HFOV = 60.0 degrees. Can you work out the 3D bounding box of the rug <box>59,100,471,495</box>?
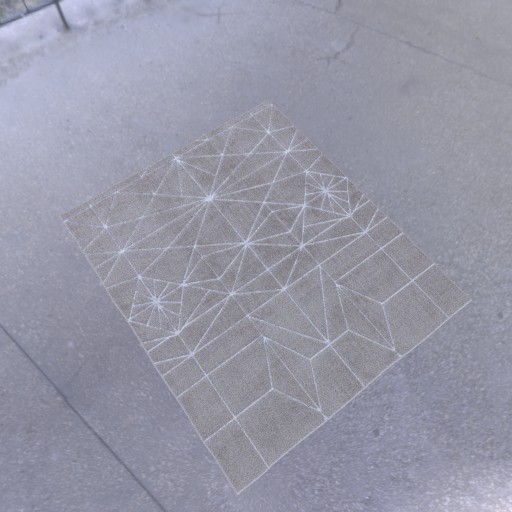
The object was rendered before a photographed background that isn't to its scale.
[{"bbox_3d":[0.000,0.000,0.881,0.548,0.006,0.639,-34,69,-15],"label":"rug"}]
